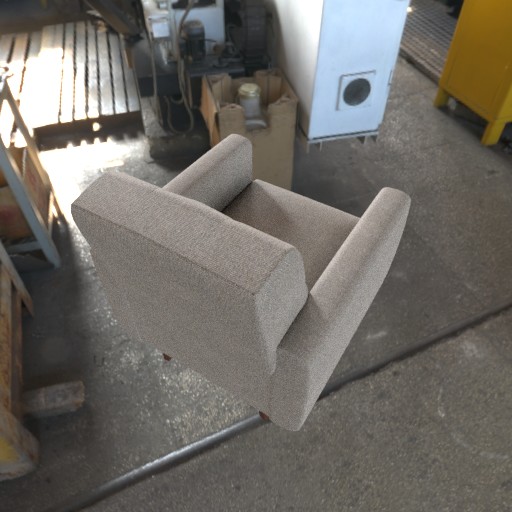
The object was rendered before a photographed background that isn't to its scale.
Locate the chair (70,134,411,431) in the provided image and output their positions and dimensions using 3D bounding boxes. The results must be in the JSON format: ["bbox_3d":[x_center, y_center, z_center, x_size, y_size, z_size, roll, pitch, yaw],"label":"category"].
[{"bbox_3d":[0.000,0.000,1.658,0.845,0.968,0.942,24,52,21],"label":"chair"}]
